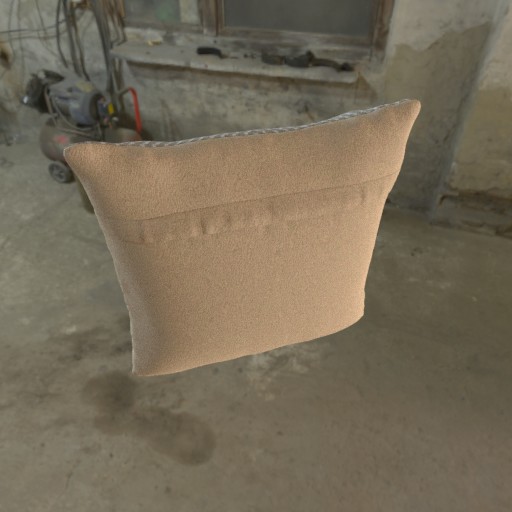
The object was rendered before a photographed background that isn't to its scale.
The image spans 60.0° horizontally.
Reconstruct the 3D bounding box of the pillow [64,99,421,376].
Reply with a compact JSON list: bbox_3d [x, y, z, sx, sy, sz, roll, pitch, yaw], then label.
[{"bbox_3d":[0.000,0.000,0.698,0.459,0.458,0.181,-12,42,-13],"label":"pillow"}]
